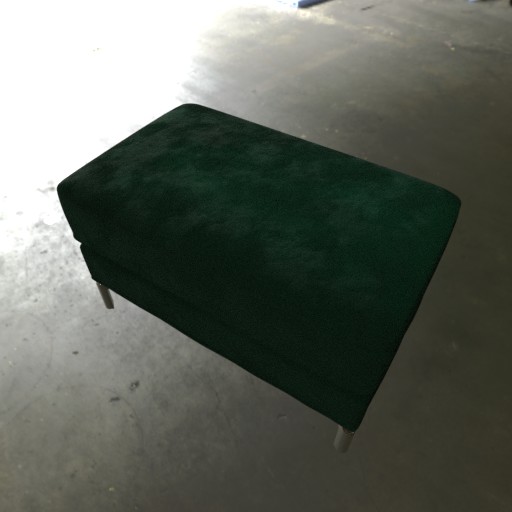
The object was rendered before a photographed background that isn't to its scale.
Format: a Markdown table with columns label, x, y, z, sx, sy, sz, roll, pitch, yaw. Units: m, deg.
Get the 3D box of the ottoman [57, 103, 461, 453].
| label | x | y | z | sx | sy | sz | roll | pitch | yaw |
| --- | --- | --- | --- | --- | --- | --- | --- | --- | --- |
| ottoman | 0.000 | 0.000 | 1.241 | 0.886 | 0.533 | 0.536 | 25 | 52 | 22 |
